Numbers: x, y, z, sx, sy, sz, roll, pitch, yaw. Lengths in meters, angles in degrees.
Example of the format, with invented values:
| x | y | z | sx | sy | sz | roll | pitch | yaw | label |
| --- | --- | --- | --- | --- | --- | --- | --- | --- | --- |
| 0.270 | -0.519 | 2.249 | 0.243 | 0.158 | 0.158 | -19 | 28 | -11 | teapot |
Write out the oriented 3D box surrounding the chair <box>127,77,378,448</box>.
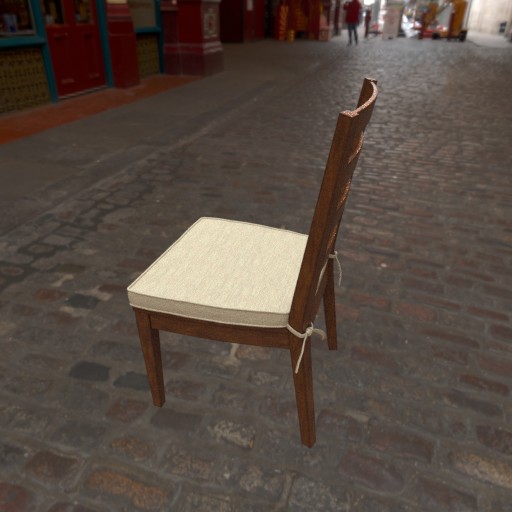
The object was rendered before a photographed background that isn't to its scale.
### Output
| x | y | z | sx | sy | sz | roll | pitch | yaw | label |
| --- | --- | --- | --- | --- | --- | --- | --- | --- | --- |
| 0.000 | 0.000 | 1.354 | 0.595 | 0.979 | 0.593 | 9 | 31 | 15 | chair |
